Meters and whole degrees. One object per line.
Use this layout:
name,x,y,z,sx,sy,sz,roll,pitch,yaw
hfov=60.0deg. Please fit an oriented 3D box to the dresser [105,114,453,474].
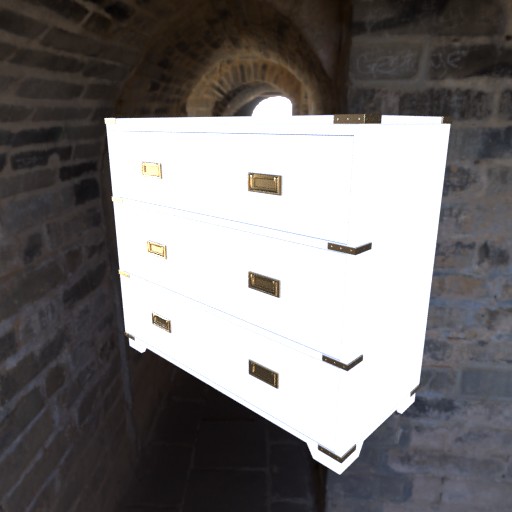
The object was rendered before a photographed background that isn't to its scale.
dresser,0.000,0.000,1.493,1.022,0.891,0.460,15,22,41
